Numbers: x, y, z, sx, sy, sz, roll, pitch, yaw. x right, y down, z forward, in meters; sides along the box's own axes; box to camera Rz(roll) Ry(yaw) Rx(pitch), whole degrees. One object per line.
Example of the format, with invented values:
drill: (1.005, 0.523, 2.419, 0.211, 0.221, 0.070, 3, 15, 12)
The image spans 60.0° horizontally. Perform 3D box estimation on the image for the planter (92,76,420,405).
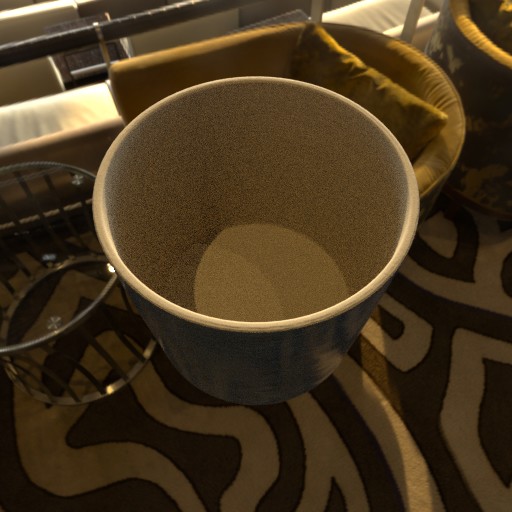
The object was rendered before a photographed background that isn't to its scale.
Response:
planter: (0.000, 0.000, 0.390, 0.221, 0.201, 0.221, 0, 59, 0)
